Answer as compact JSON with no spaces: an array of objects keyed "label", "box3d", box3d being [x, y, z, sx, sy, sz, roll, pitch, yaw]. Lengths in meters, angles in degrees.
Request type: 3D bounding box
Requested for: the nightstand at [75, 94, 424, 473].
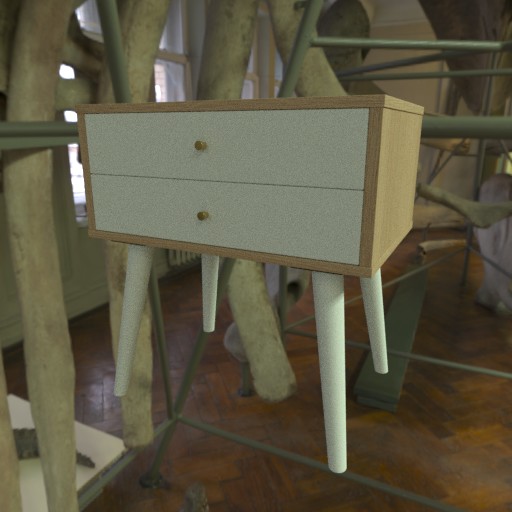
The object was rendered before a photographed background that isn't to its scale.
[{"label":"nightstand","box3d":[0.000,0.000,0.949,0.571,0.610,0.407,8,18,26]}]
